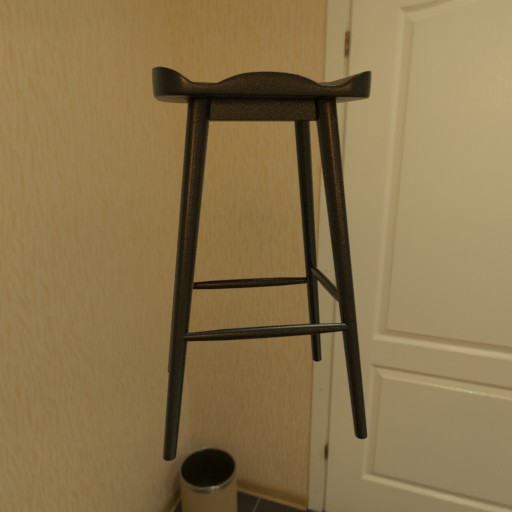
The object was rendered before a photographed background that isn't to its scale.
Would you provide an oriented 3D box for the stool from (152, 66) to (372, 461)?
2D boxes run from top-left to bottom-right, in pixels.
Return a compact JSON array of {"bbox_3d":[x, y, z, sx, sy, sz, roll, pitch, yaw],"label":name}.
[{"bbox_3d":[0.000,0.000,0.994,0.440,0.749,0.361,-3,17,-9],"label":"stool"}]
